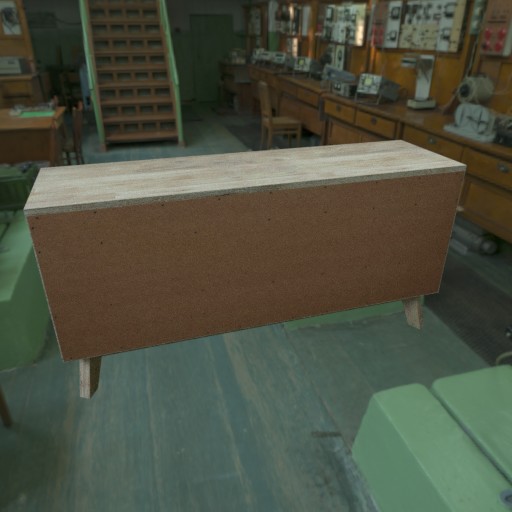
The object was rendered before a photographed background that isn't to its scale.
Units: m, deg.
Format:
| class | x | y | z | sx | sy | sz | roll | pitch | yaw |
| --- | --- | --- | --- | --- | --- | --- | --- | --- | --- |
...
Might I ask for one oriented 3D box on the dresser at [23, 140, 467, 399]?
| class | x | y | z | sx | sy | sz | roll | pitch | yaw |
| --- | --- | --- | --- | --- | --- | --- | --- | --- | --- |
| dresser | 0.000 | 0.000 | 1.914 | 1.602 | 0.788 | 0.455 | -8 | 29 | -15 |
